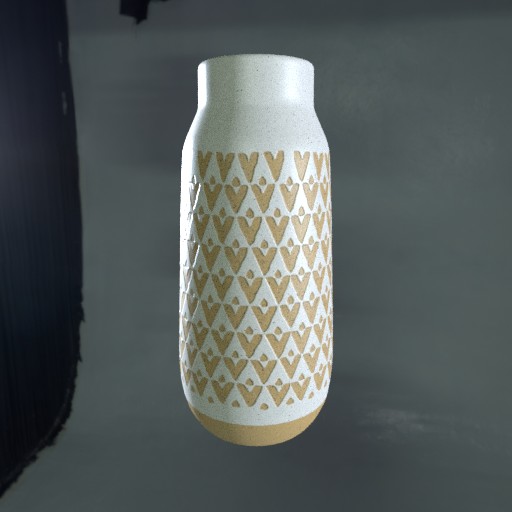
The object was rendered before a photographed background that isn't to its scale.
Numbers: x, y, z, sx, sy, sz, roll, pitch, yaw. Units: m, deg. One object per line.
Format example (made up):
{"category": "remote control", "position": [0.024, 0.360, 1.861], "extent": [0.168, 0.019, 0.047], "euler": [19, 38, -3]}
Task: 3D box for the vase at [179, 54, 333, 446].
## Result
{"category": "vase", "position": [0.000, 0.000, 0.383], "extent": [0.137, 0.307, 0.137], "euler": [0, 13, 0]}
